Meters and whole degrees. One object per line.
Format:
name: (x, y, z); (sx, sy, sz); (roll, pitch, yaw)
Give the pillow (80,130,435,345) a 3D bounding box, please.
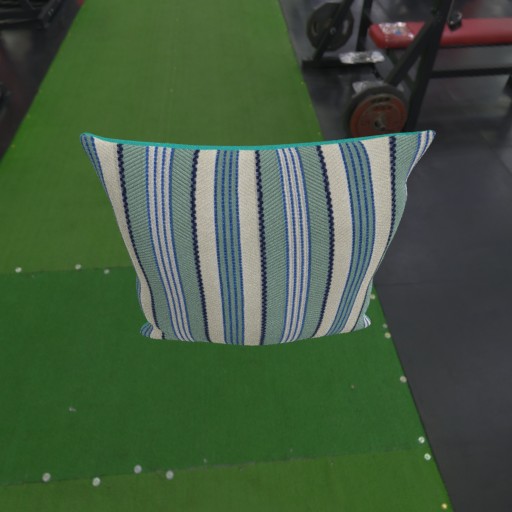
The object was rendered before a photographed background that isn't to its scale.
pillow: (0.000, 0.000, 0.687); (0.440, 0.441, 0.182); (-2, 48, -2)
